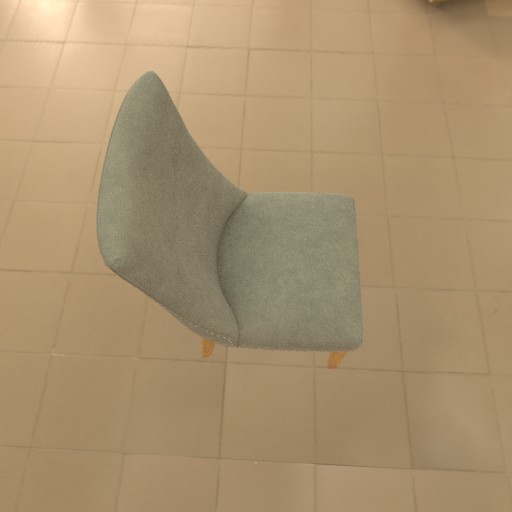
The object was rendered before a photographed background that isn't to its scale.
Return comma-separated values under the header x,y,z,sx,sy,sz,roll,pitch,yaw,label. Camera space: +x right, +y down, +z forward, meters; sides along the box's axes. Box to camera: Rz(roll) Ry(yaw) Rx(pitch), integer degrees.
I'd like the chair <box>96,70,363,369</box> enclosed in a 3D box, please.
x,y,z,sx,sy,sz,roll,pitch,yaw,label
0.000,0.000,1.270,0.610,0.902,0.495,2,65,1,chair
